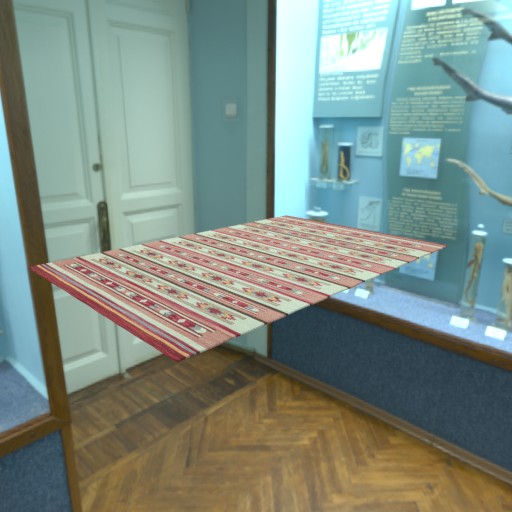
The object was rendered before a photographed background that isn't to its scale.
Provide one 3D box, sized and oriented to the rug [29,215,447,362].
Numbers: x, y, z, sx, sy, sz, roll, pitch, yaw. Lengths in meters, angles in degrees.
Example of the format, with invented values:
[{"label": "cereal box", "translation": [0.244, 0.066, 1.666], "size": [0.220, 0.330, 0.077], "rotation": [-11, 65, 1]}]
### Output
[{"label": "rug", "translation": [0.000, 0.000, 2.286], "size": [1.817, 0.008, 1.223], "rotation": [-15, 22, -42]}]
